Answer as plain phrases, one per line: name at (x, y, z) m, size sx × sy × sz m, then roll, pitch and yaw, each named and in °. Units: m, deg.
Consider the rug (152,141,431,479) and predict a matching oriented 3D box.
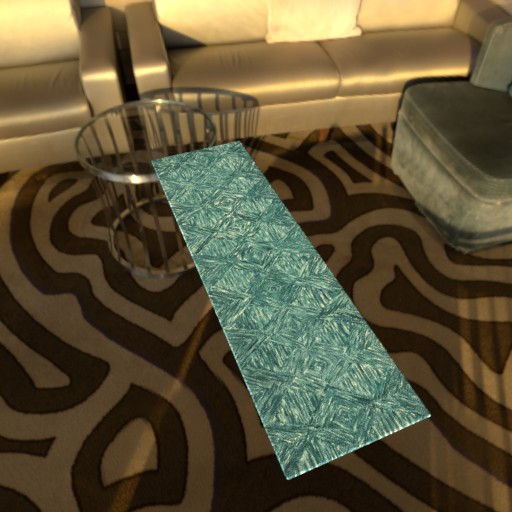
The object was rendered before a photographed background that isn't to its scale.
rug at (0.000, 0.000, 2.519) m, size 0.676 × 0.016 × 2.286 m, roll -17°, pitch 49°, yaw -15°
